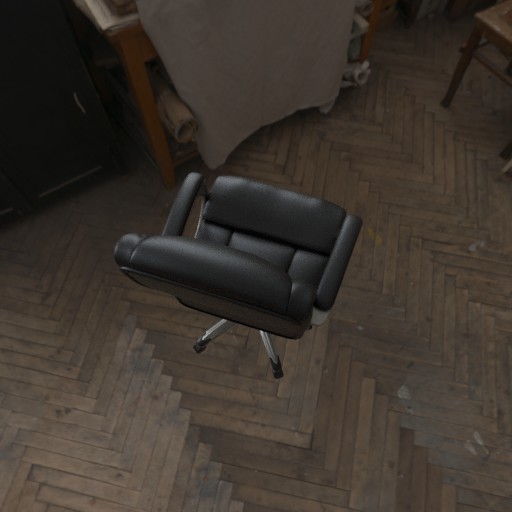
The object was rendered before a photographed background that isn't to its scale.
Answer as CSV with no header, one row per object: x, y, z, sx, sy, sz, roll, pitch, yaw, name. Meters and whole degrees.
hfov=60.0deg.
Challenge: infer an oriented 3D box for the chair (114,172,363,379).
0.000,0.000,1.606,0.663,1.155,0.739,16,65,8,chair
